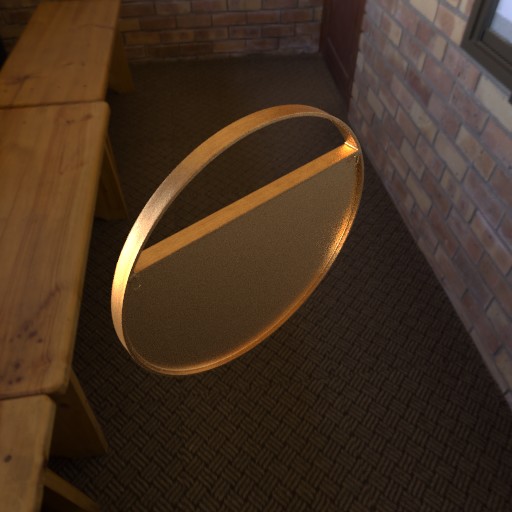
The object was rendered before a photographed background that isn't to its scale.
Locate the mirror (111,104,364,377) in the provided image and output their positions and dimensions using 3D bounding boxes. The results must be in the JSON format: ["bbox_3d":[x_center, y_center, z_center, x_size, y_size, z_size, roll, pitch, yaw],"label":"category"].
[{"bbox_3d":[0.000,0.000,0.834,0.565,0.565,0.032,-32,54,-26],"label":"mirror"}]
